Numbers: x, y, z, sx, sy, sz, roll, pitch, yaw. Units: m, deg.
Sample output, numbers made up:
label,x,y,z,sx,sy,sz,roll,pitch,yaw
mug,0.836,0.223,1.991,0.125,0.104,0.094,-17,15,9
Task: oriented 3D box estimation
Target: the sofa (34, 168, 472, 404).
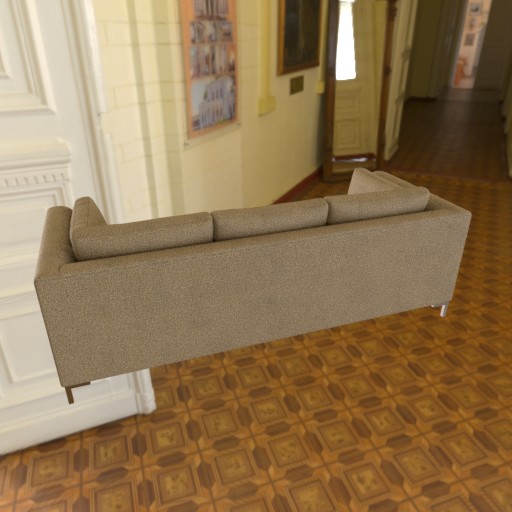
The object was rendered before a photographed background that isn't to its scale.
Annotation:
label,x,y,z,sx,sy,sz,roll,pitch,yaw
sofa,0.000,0.000,2.845,2.415,0.867,0.969,-9,28,-17
